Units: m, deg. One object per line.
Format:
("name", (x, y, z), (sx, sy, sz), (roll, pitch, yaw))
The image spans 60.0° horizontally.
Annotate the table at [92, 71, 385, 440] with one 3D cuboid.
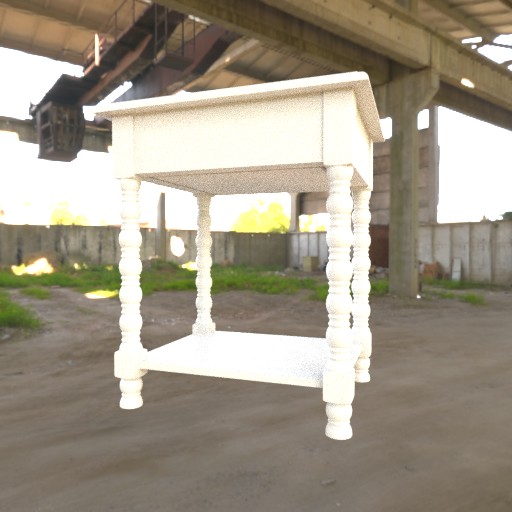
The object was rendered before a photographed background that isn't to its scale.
("table", (0.000, 0.000, 0.865), (0.460, 0.531, 0.381), (0, 1, 19))
